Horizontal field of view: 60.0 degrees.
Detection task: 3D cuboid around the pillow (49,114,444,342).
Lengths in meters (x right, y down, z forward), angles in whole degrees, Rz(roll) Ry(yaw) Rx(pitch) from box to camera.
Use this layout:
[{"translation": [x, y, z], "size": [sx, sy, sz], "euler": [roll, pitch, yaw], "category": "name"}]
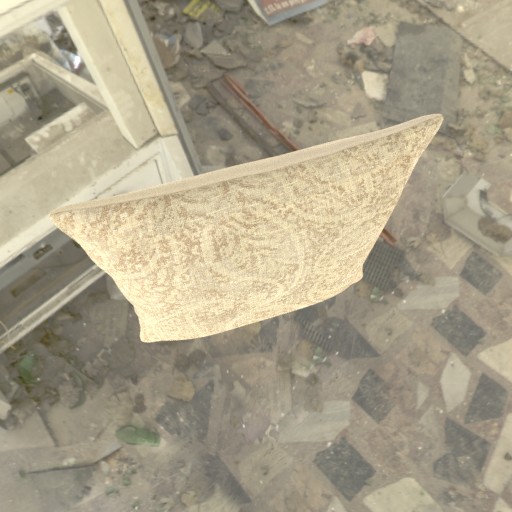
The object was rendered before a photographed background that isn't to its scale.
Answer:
[{"translation": [0.000, 0.000, 0.777], "size": [0.523, 0.510, 0.166], "euler": [-16, 65, -8], "category": "pillow"}]
